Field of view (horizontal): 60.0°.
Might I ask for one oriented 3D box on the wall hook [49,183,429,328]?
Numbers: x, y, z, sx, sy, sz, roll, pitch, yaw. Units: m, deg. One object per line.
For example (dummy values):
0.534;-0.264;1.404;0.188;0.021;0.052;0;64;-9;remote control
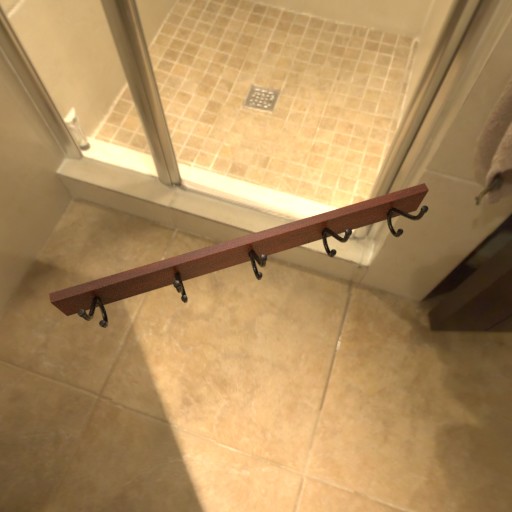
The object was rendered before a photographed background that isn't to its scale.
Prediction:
0.000;0.000;0.631;0.571;0.117;0.071;-17;65;-8;wall hook
